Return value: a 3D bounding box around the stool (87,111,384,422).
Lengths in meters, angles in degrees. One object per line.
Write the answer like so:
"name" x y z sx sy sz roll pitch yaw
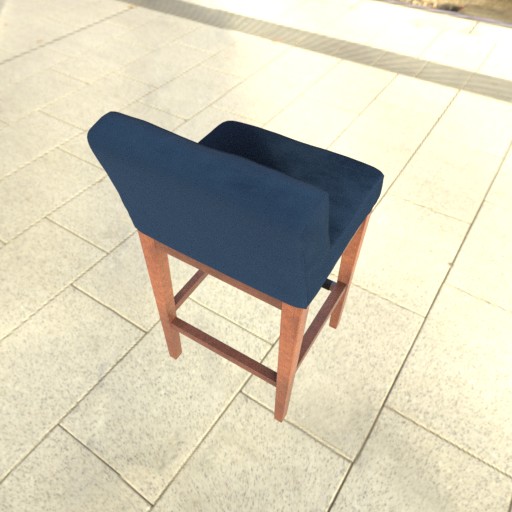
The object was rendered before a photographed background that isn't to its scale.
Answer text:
"stool" 0.000 0.000 1.273 0.511 0.945 0.516 25 52 21
